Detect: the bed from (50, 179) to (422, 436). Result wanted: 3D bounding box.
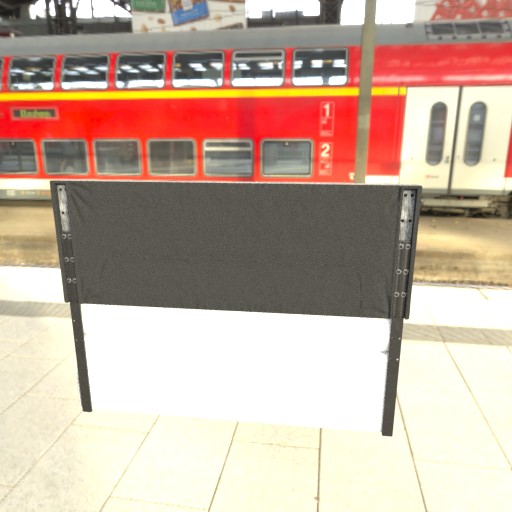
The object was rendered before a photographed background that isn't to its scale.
[{"bbox_3d":[0.000,0.000,2.935,1.621,1.168,1.958,2,16,7],"label":"bed"}]
